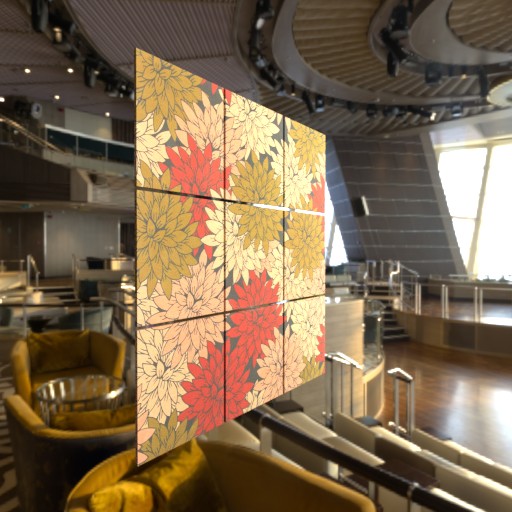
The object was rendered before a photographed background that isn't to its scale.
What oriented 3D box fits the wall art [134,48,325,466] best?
[{"bbox_3d":[0.000,0.000,2.244,0.013,1.534,1.519,1,1,35],"label":"wall art"}]
